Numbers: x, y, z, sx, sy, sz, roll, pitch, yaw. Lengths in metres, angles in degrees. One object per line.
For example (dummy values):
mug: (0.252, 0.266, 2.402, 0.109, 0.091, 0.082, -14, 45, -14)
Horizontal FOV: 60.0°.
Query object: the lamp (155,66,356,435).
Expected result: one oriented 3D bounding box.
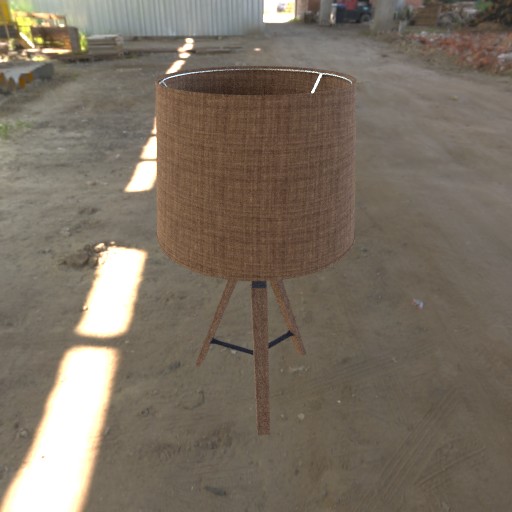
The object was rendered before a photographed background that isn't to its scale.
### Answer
lamp: (0.000, 0.000, 0.683, 0.290, 0.514, 0.290, 0, 30, 0)
